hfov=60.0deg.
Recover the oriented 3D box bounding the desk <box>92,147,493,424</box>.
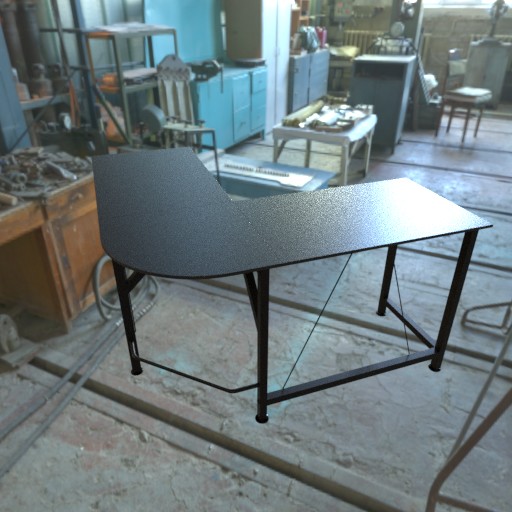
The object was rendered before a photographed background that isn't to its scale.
[{"bbox_3d":[0.000,0.000,2.226,1.400,0.762,1.400,-10,31,-17],"label":"desk"}]
